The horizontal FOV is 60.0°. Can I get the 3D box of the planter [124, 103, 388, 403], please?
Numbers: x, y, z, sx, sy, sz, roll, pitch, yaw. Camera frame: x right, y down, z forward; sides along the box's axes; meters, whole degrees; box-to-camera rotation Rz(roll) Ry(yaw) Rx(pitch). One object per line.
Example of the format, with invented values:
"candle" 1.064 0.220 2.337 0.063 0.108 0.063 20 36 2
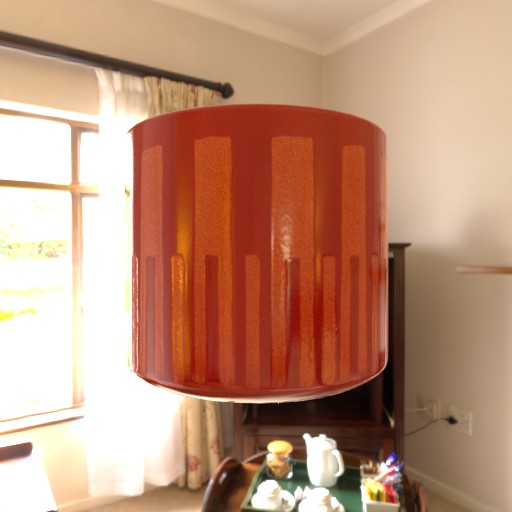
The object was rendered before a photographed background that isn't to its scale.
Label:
"planter" 0.000 0.000 0.403 0.230 0.202 0.230 0 0 0
